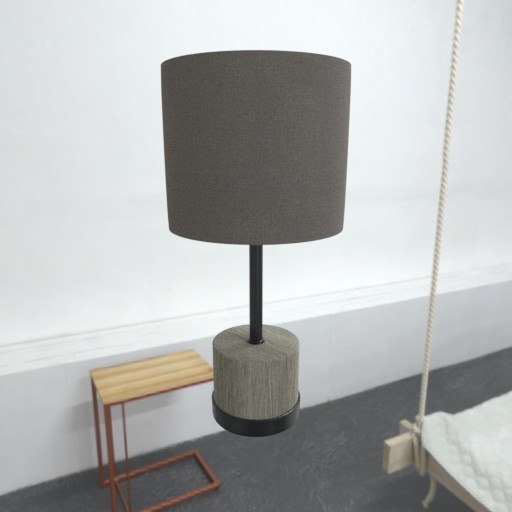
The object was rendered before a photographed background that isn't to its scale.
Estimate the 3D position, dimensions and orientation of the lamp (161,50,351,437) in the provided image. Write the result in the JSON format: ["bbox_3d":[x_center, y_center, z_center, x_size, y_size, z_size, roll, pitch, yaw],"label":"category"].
[{"bbox_3d":[0.000,0.000,0.597,0.229,0.470,0.229,13,20,42],"label":"lamp"}]
